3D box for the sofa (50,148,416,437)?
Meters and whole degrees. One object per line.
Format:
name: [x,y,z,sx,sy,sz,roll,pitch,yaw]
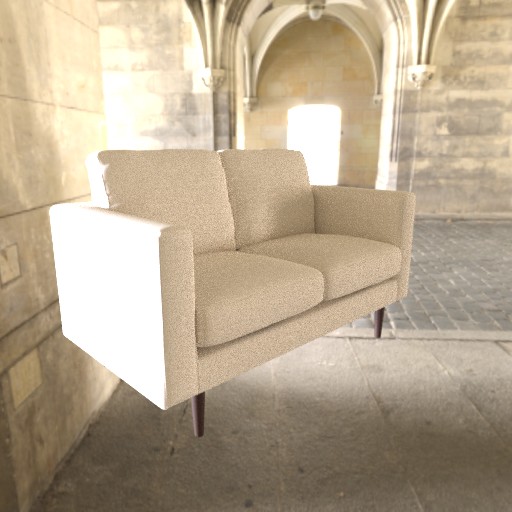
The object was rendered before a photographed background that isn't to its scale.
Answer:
sofa: [0.000,0.000,1.932,1.430,0.908,0.796,-13,19,-42]
